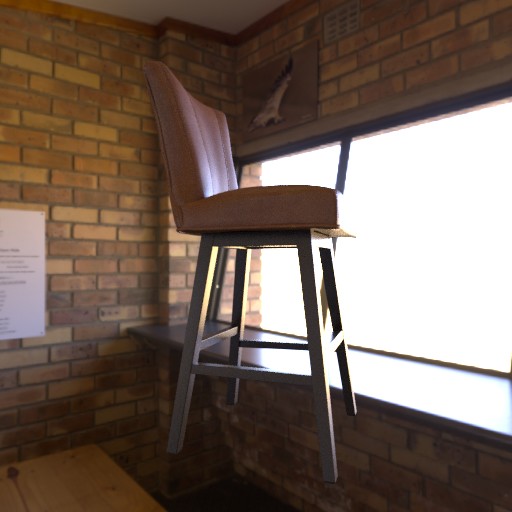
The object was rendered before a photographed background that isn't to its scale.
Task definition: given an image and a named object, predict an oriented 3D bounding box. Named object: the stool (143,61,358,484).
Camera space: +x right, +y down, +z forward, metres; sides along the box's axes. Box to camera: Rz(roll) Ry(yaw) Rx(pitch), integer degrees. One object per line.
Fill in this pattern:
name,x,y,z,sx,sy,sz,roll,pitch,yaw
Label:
stool,0.000,0.000,1.393,0.585,1.094,0.522,0,-1,18
